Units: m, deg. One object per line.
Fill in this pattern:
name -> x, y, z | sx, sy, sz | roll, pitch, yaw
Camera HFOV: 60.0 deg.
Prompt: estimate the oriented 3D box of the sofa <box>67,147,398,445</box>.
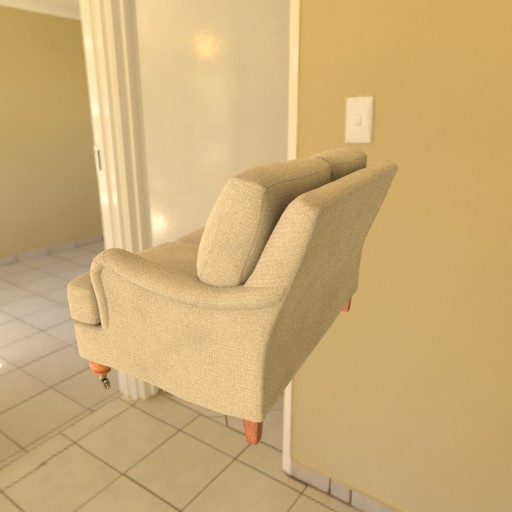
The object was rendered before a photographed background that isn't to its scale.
sofa -> 0.000, 0.000, 2.198 | 1.087, 0.999, 1.480 | 8, 19, 25
